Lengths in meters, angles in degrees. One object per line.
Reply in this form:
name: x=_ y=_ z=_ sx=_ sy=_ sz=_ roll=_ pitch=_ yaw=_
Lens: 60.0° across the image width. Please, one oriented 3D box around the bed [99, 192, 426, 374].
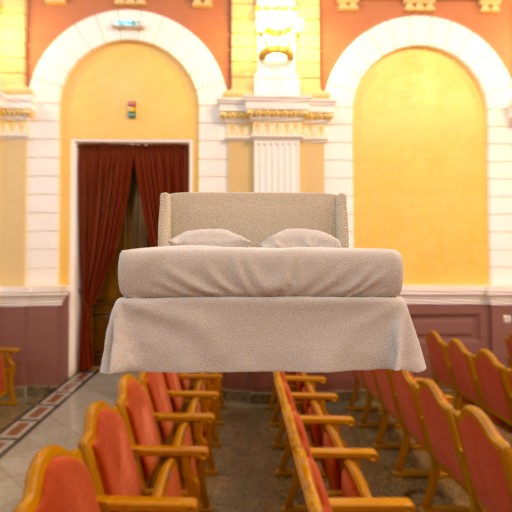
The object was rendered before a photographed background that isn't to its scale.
bed: x=0.000 y=0.000 z=3.526 sx=1.925 sy=1.332 sz=2.276 roll=0 pitch=0 yaw=-1
